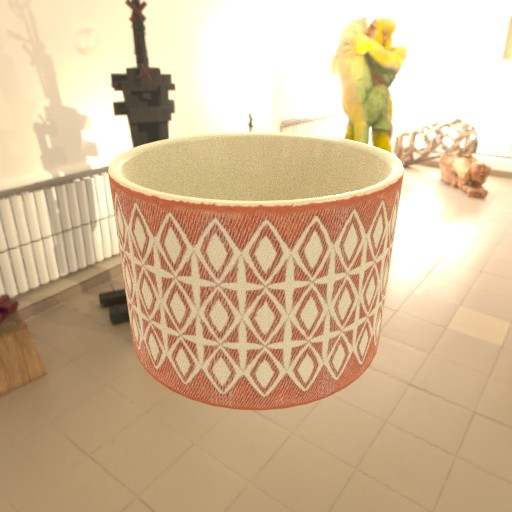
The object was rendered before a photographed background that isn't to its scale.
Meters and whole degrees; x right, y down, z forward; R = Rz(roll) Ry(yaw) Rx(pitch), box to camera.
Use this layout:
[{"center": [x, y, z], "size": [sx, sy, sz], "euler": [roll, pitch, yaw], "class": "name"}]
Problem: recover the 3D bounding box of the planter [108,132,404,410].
[{"center": [0.000, 0.000, 0.331], "size": [0.192, 0.148, 0.192], "euler": [0, 26, 0], "class": "planter"}]
